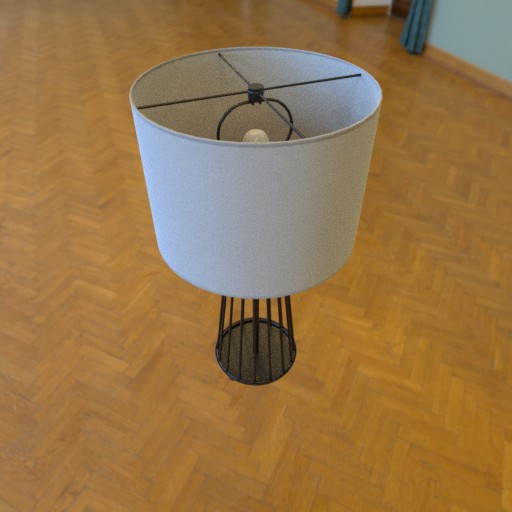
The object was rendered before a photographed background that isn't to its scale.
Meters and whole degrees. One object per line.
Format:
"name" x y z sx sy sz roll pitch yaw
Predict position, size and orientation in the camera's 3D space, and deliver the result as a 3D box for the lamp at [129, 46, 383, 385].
"lamp" 0.000 0.000 0.771 0.322 0.593 0.322 -14 44 -16
